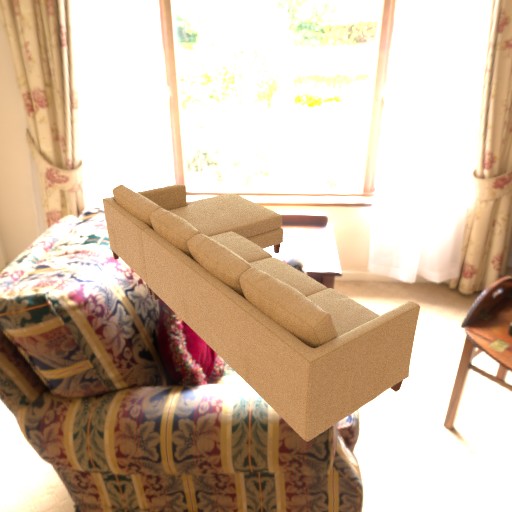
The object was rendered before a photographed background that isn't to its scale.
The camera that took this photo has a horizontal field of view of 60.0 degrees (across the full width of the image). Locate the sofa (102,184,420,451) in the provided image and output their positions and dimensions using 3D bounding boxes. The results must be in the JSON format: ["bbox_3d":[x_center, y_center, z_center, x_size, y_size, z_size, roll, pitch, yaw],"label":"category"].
[{"bbox_3d":[0.000,0.000,3.933,1.625,0.846,3.186,-18,31,-32],"label":"sofa"}]
